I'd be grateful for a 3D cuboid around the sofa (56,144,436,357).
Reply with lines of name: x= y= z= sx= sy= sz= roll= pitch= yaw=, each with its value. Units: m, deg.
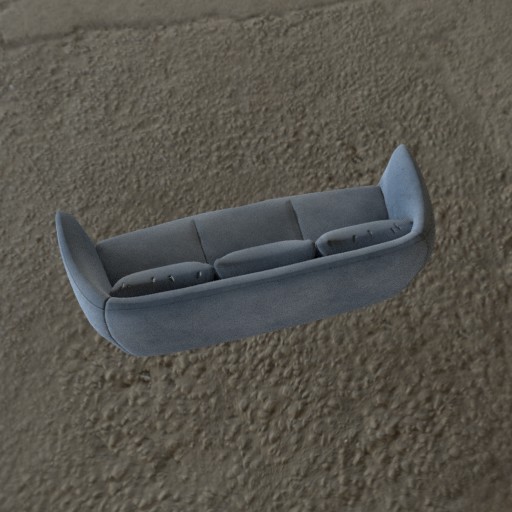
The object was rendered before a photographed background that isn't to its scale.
sofa: x=0.000 y=0.000 z=2.622 sx=2.095 sy=0.795 sz=0.849 roll=-12 pitch=60 yaw=-7
